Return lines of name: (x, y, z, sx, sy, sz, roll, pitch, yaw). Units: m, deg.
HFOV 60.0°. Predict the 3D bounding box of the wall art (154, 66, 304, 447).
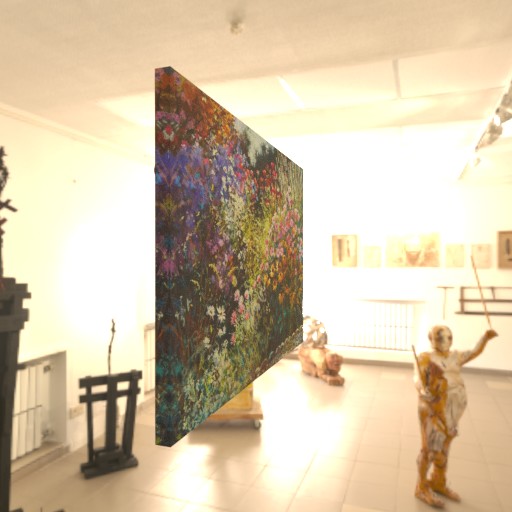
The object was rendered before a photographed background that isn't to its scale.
wall art: (0.000, 0.000, 1.424, 0.042, 0.760, 1.136, 0, 0, 20)
